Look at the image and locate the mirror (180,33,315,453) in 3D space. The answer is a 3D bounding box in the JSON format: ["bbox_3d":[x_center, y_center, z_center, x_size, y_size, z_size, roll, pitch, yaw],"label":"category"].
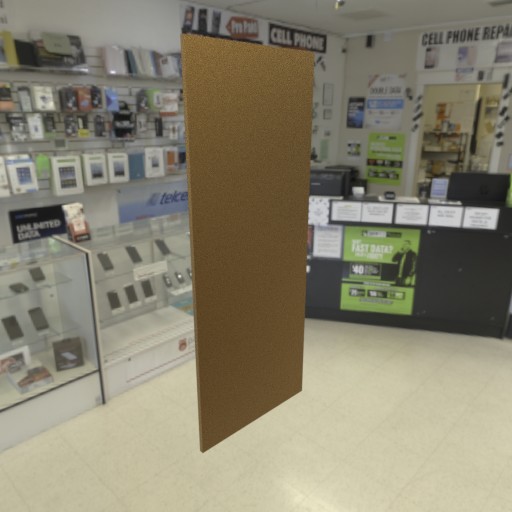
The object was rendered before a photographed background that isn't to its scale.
[{"bbox_3d":[0.000,0.000,2.337,0.812,2.031,0.025,-16,24,-41],"label":"mirror"}]
